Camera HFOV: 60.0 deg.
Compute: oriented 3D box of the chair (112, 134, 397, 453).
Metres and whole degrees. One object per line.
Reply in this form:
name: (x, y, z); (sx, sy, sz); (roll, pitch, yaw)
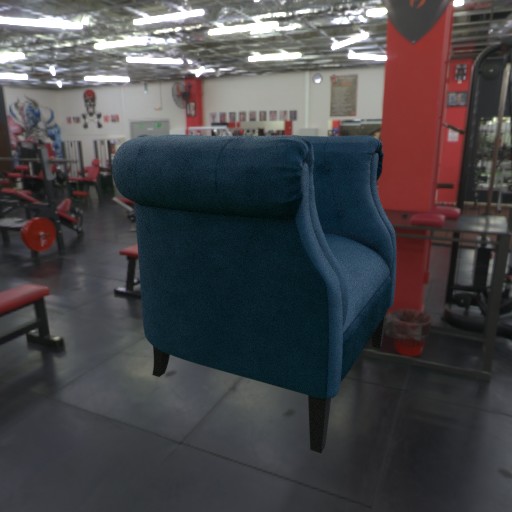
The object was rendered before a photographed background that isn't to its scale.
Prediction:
chair: (0.000, 0.000, 1.562); (0.851, 0.826, 0.904); (8, 17, 27)
